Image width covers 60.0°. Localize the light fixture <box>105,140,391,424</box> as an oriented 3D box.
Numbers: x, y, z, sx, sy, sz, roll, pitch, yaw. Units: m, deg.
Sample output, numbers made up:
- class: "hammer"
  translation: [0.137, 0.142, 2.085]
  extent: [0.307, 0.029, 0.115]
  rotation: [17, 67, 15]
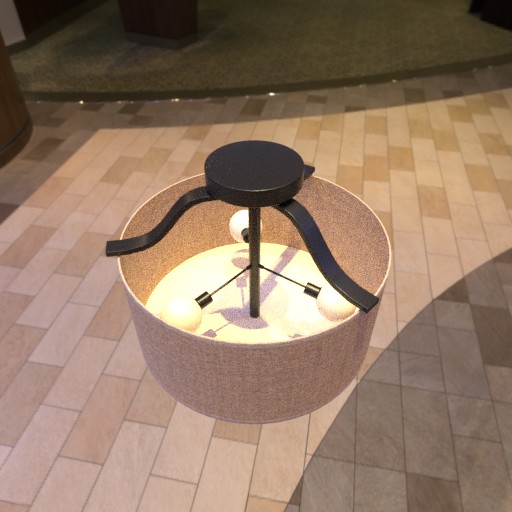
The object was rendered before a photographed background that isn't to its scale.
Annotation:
- class: "light fixture"
  translation: [0.000, 0.000, 0.655]
  extent: [0.390, 0.306, 0.390]
  rotation: [0, 42, 0]
